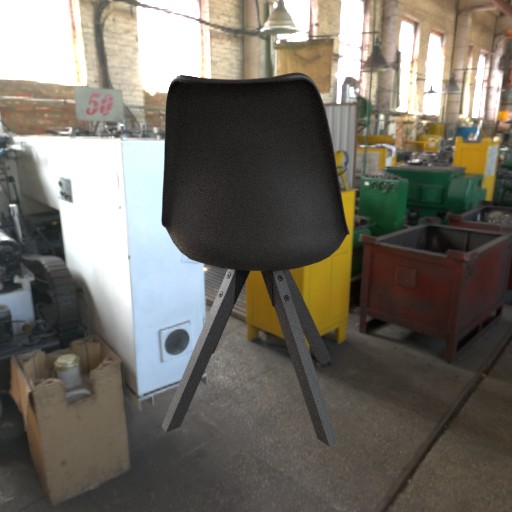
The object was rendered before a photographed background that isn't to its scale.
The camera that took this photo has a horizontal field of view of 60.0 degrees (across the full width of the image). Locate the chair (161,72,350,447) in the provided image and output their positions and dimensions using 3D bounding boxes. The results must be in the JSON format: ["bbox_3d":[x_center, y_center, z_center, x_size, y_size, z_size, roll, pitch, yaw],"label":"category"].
[{"bbox_3d":[0.000,0.000,1.187,0.485,0.850,0.550,2,16,7],"label":"chair"}]
